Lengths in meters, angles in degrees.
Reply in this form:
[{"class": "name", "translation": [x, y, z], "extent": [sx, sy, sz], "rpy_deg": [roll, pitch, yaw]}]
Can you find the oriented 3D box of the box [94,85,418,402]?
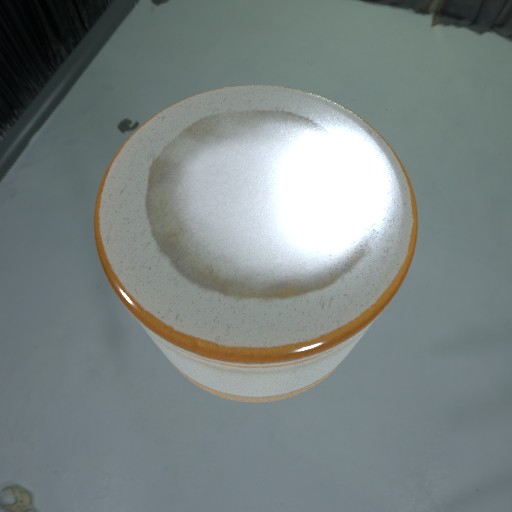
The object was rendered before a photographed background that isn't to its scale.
[{"class": "box", "translation": [0.000, 0.000, 0.210], "extent": [0.123, 0.100, 0.123], "rpy_deg": [0, 63, 0]}]
